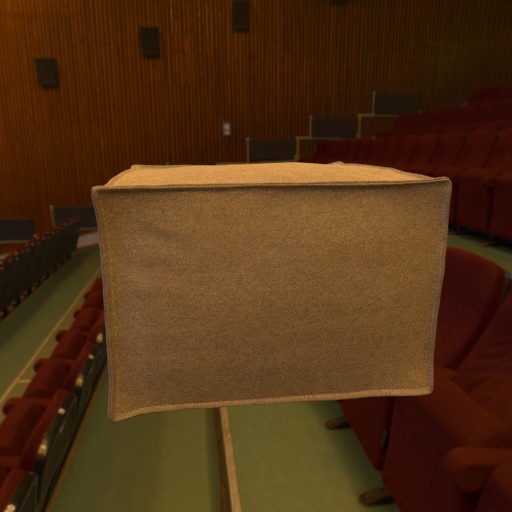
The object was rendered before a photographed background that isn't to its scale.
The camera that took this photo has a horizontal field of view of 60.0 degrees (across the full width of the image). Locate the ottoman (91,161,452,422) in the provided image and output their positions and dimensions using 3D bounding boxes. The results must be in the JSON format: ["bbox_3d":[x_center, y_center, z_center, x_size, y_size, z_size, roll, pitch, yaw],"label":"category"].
[{"bbox_3d":[0.000,0.000,1.154,0.696,0.470,0.707,-2,14,-9],"label":"ottoman"}]
